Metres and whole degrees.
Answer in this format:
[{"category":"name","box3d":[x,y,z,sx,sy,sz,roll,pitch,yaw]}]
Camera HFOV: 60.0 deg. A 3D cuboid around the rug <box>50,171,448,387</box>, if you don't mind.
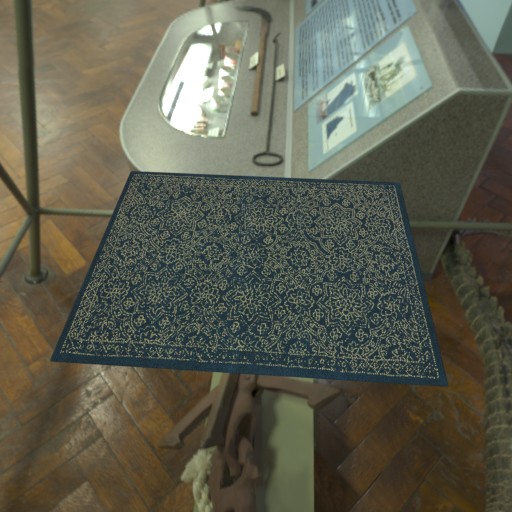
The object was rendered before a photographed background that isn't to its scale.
[{"category":"rug","box3d":[0.000,0.000,4.192,3.048,0.010,2.438,3,48,3]}]
